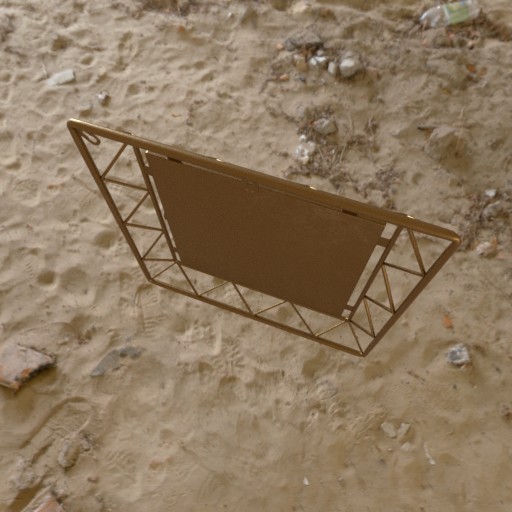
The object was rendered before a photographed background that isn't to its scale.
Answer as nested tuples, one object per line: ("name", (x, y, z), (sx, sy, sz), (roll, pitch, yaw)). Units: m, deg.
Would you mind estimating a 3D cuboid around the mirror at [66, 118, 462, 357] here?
("mirror", (0.000, 0.000, 0.621), (0.416, 0.414, 0.046), (18, 64, 9))
